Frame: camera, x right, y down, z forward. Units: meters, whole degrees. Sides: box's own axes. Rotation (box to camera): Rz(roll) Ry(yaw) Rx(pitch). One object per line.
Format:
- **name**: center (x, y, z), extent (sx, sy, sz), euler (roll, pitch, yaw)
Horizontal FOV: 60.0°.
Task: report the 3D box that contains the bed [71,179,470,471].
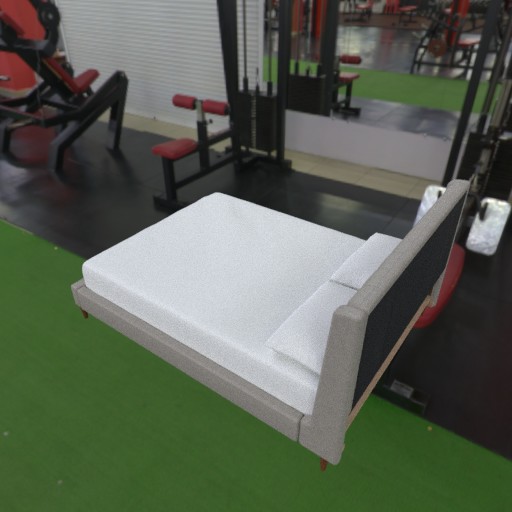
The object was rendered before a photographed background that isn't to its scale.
- **bed**: center (0.000, 0.000, 3.151), extent (2.232, 1.147, 1.656), euler (22, 39, 30)
